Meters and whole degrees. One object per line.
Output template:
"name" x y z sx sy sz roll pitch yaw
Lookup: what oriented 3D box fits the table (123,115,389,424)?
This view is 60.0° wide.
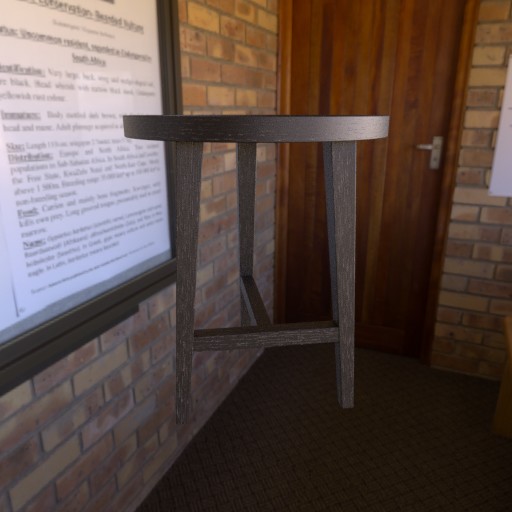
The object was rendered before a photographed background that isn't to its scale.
"table" 0.000 0.000 0.760 0.399 0.460 0.399 0 18 0
